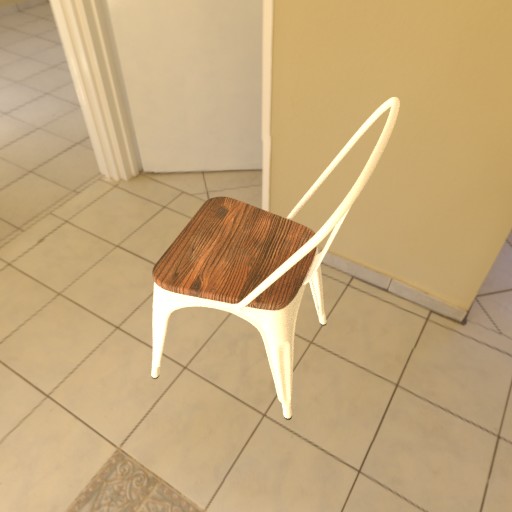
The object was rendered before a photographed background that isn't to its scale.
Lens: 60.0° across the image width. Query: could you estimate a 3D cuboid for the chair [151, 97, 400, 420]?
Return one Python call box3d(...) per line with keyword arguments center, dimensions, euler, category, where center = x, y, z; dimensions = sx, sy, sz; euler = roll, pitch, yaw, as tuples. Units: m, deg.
box3d(center=(0.000, 0.000, 1.144), dimensions=(0.521, 0.851, 0.452), euler=(16, 48, 16), category="chair")
